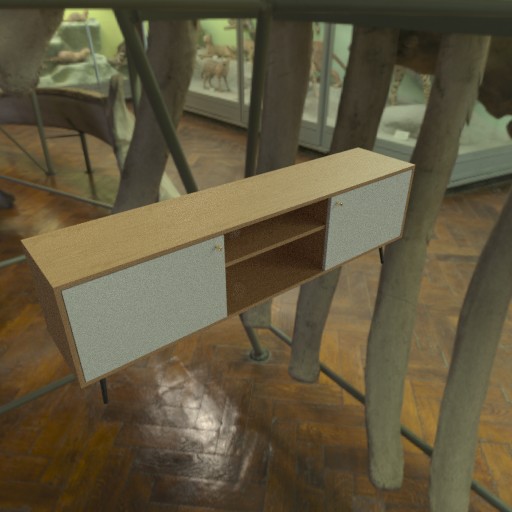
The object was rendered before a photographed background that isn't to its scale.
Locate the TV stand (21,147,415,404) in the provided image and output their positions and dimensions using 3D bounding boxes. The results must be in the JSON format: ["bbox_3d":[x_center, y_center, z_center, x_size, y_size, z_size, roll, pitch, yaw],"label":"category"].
[{"bbox_3d":[0.000,0.000,2.015,1.760,0.580,0.400,-22,37,-32],"label":"TV stand"}]
